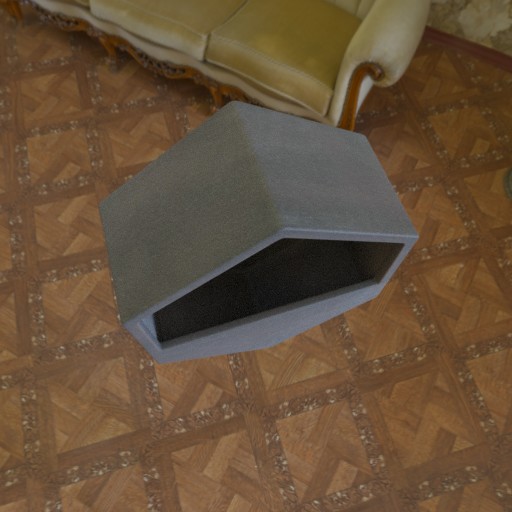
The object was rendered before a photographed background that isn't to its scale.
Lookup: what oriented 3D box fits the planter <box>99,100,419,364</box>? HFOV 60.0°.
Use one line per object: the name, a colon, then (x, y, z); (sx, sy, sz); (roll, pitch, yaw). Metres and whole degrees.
planter: (0.000, 0.000, 0.297); (0.169, 0.206, 0.077); (-16, 66, -7)
